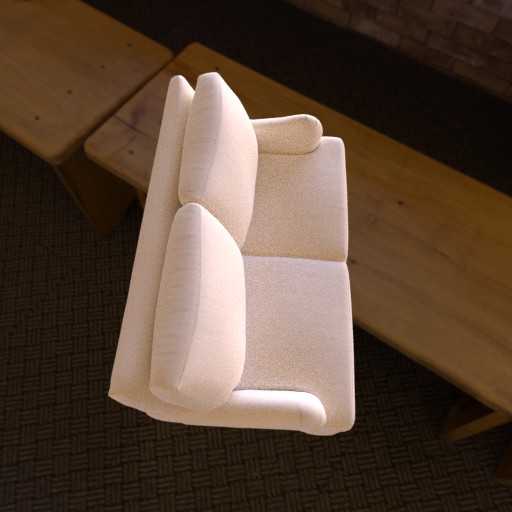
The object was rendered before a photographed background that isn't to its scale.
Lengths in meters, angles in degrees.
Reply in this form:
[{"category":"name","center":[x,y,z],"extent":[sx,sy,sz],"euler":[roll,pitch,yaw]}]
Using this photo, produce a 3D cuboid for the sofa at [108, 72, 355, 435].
[{"category":"sofa","center":[0.000,0.000,2.527],"extent":[1.084,1.101,1.853],"euler":[3,64,1]}]
